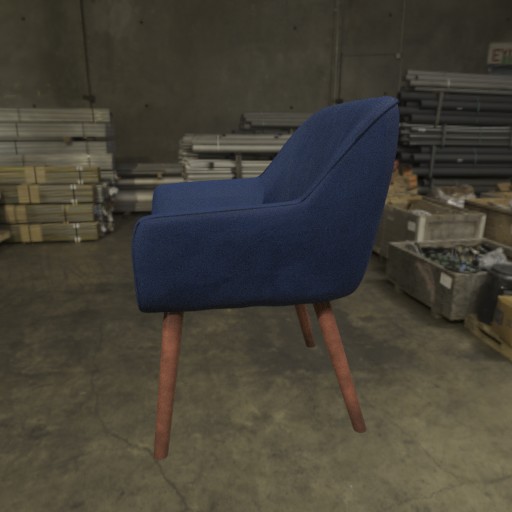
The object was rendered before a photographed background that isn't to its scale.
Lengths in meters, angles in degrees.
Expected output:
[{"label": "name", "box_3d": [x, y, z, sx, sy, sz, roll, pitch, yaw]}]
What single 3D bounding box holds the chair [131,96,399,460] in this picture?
[{"label": "chair", "box_3d": [0.000, 0.000, 1.230, 0.600, 0.820, 0.600, -2, 16, -8]}]
